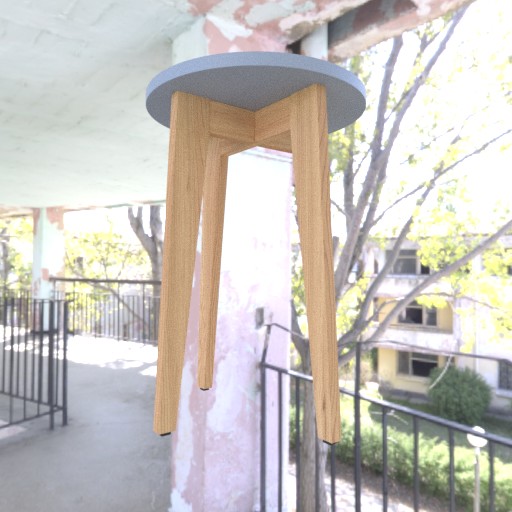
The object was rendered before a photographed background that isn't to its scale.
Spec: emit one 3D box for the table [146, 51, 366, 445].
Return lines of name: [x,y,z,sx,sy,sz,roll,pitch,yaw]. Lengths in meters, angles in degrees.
table: [0.000,0.000,0.719,0.350,0.500,0.350,0,-1,0]
